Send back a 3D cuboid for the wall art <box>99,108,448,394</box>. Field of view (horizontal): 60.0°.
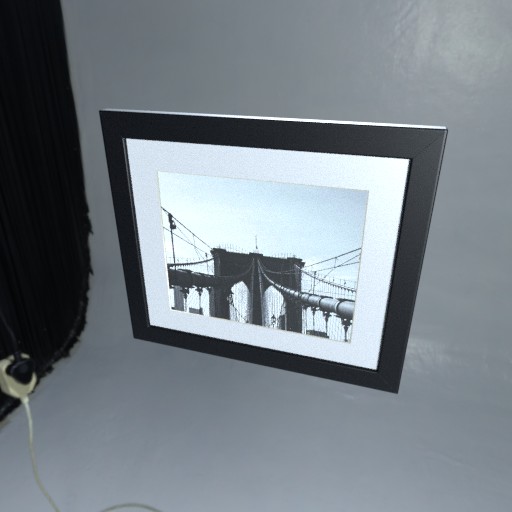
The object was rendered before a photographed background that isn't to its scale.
[{"bbox_3d":[0.000,0.000,0.745,0.521,0.450,0.018,8,28,16],"label":"wall art"}]
